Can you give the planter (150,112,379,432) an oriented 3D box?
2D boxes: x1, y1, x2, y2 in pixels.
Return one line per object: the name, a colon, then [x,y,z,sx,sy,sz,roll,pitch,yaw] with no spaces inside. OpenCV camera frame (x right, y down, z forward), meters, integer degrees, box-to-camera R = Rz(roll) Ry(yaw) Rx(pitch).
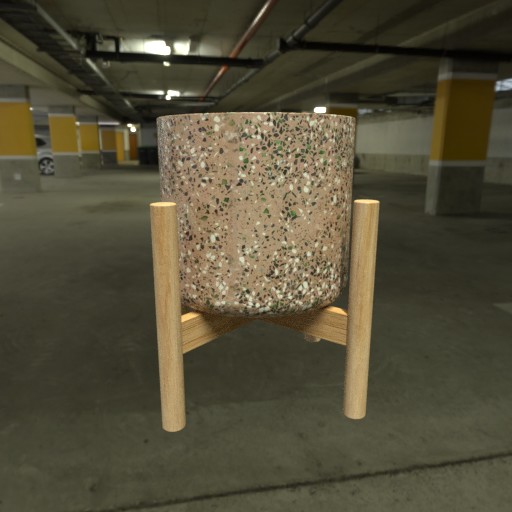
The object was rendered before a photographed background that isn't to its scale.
planter: [0.000,0.000,0.544,0.284,0.320,0.284,-7,16,-28]
